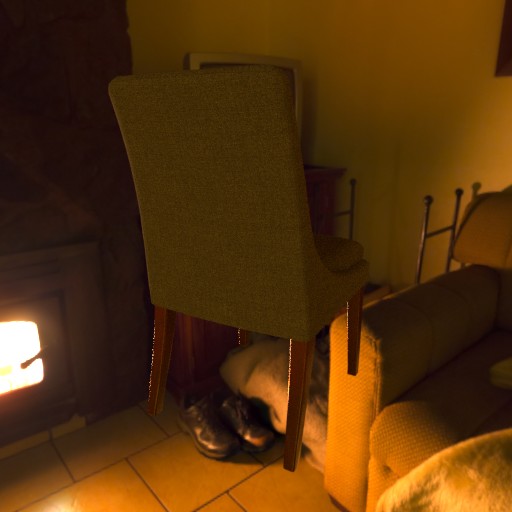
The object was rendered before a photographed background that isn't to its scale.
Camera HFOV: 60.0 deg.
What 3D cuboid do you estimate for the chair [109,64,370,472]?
[{"bbox_3d":[0.000,0.000,1.305,0.508,0.952,0.655,9,18,29],"label":"chair"}]
